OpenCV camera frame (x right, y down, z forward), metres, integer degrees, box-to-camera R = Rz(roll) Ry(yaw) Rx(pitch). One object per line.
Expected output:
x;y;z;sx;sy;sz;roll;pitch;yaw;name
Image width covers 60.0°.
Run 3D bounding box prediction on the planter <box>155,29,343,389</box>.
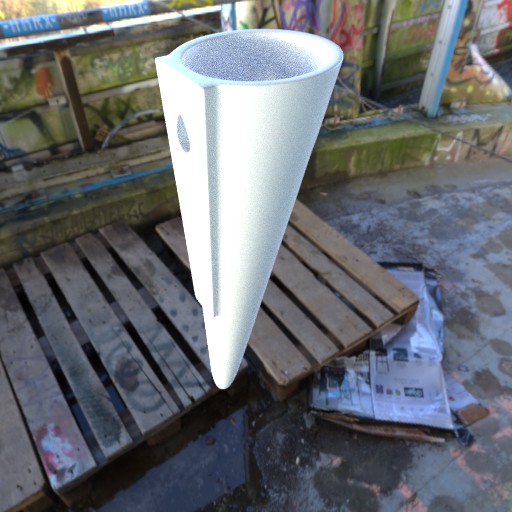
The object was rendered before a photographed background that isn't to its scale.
0.000;0.000;0.221;0.064;0.193;0.057;-25;48;-25;planter
